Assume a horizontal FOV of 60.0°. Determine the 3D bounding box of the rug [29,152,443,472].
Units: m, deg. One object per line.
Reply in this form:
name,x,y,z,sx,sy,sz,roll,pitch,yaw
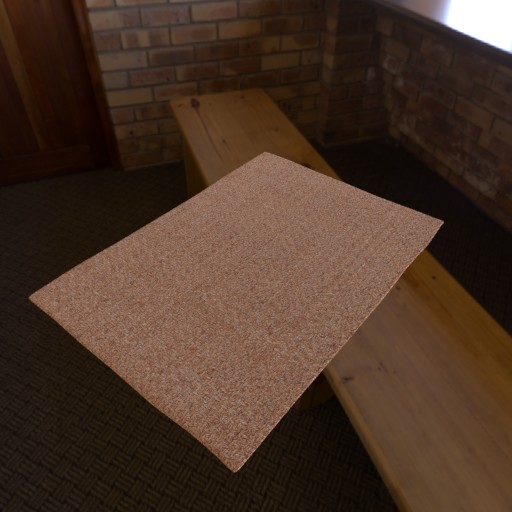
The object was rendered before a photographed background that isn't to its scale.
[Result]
rug,0.000,0.000,2.733,1.566,0.013,2.141,28,49,28
